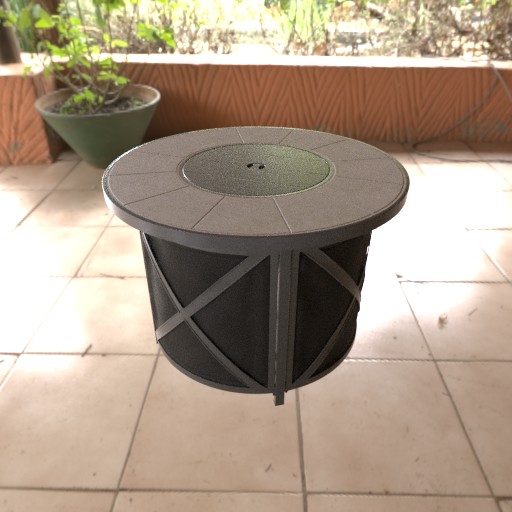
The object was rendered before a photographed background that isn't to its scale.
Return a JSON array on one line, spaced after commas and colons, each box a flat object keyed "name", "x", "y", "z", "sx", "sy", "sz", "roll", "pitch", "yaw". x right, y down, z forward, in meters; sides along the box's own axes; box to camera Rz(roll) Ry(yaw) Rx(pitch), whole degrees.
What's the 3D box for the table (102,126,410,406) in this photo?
[{"name": "table", "x": 0.000, "y": 0.000, "z": 1.541, "sx": 0.914, "sy": 0.650, "sz": 0.914, "roll": 0, "pitch": 31, "yaw": 0}]
